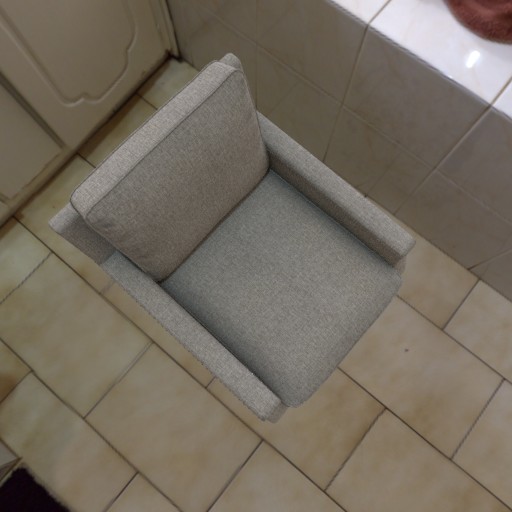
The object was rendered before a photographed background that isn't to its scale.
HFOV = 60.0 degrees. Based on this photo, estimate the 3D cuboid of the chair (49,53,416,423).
[{"bbox_3d":[0.000,0.000,1.700,1.014,0.943,0.853,41,80,9],"label":"chair"}]
